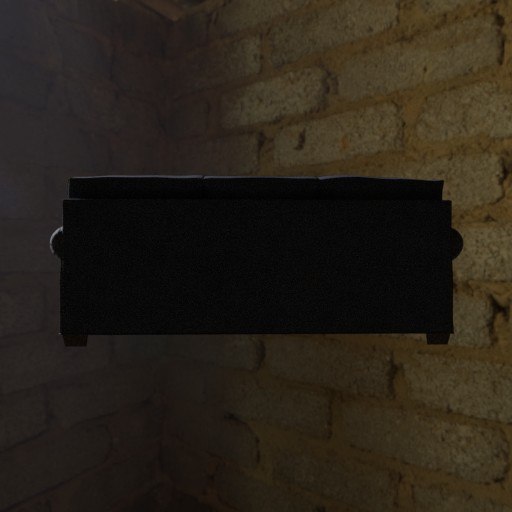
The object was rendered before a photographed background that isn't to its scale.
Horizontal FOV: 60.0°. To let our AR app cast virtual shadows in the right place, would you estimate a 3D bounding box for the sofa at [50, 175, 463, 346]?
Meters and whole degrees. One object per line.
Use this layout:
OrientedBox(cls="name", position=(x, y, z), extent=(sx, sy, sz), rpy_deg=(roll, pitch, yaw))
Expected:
OrientedBox(cls="sofa", position=(0.000, 0.000, 3.529), extent=(2.567, 1.063, 1.780), rpy_deg=(0, 1, -1))
